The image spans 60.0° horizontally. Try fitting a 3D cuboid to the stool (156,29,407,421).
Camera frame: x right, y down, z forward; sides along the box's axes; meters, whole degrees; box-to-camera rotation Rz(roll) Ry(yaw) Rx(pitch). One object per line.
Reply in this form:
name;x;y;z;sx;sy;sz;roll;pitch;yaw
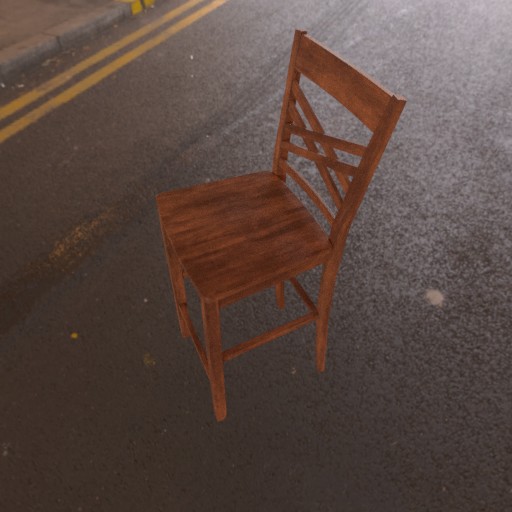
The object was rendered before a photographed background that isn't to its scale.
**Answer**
stool;0.000;0.000;1.345;0.487;1.105;0.433;-18;49;-17
